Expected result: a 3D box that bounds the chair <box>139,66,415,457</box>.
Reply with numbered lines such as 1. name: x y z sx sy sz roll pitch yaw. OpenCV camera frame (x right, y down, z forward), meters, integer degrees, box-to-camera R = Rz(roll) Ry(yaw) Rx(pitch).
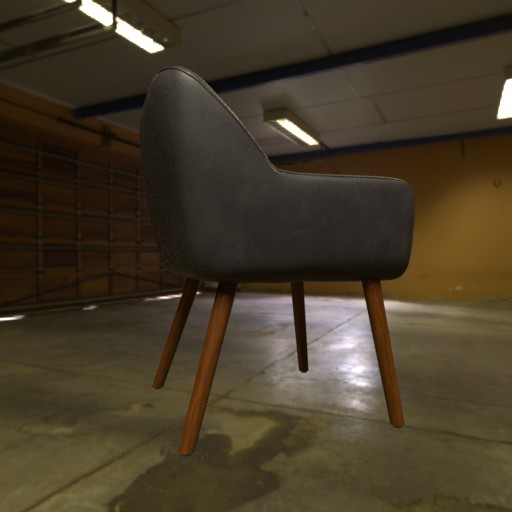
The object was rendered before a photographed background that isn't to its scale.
1. chair: 0.000 0.000 1.233 0.610 0.828 0.610 0 0 -19
